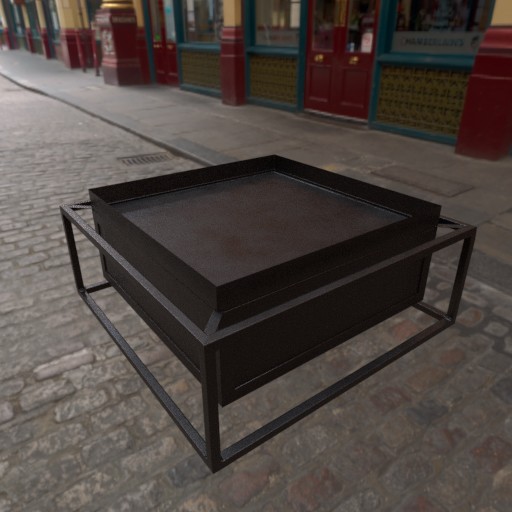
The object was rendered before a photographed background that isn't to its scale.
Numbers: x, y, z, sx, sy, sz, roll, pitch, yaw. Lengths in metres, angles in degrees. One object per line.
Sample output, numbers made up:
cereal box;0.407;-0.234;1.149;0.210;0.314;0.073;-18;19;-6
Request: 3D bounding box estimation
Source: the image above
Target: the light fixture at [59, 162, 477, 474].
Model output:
light fixture;0.000;0.000;0.685;0.441;0.191;0.441;-19;32;-32
